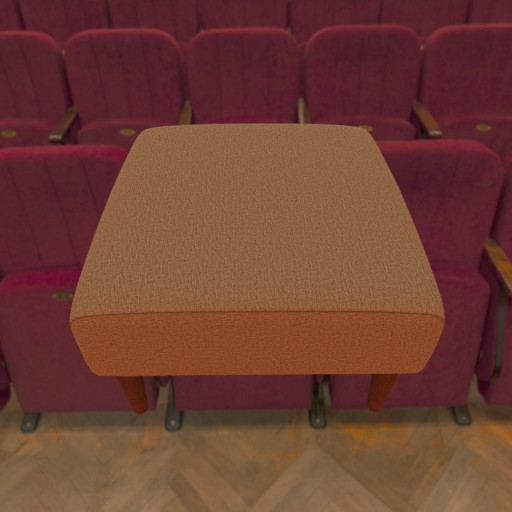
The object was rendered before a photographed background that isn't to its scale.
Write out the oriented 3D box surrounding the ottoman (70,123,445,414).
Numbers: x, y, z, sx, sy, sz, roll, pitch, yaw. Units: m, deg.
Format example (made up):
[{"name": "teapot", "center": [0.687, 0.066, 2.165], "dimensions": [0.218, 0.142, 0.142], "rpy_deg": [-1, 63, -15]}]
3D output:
[{"name": "ottoman", "center": [0.000, 0.000, 1.050], "dimensions": [0.649, 0.398, 0.650], "rpy_deg": [0, 42, 0]}]
